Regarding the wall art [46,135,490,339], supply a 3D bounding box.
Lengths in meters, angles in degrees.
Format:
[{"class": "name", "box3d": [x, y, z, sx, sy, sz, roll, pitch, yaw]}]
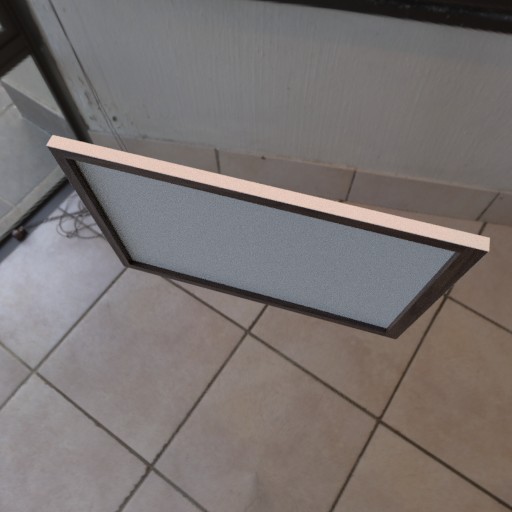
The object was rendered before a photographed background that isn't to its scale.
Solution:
[{"class": "wall art", "box3d": [0.000, 0.000, 1.933, 1.520, 1.016, 0.051, 14, 65, 7]}]
